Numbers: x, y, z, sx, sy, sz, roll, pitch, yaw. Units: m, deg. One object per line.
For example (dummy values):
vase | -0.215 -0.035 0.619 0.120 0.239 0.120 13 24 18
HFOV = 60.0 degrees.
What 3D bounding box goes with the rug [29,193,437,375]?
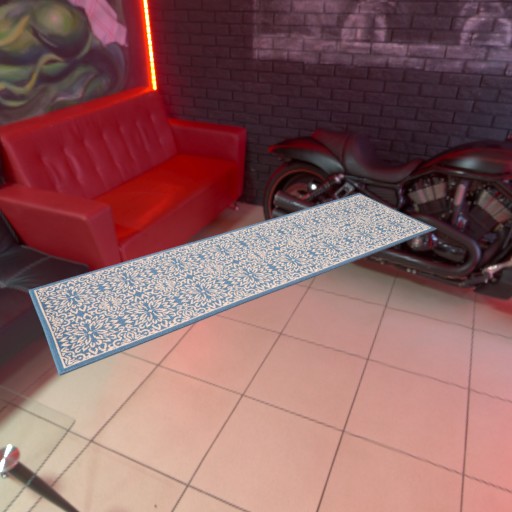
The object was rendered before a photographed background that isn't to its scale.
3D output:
rug | 0.000 0.000 2.420 2.196 0.011 0.662 -18 36 -28
